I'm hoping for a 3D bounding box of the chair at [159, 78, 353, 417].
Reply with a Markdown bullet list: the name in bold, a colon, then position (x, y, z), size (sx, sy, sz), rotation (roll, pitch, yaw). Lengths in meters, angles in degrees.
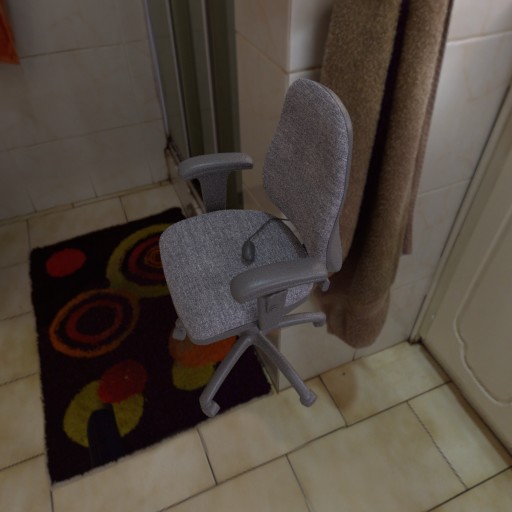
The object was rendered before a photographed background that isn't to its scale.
- **chair**: position (0.000, 0.000, 1.237), size (0.530, 0.910, 0.550), rotation (-15, 47, -15)
